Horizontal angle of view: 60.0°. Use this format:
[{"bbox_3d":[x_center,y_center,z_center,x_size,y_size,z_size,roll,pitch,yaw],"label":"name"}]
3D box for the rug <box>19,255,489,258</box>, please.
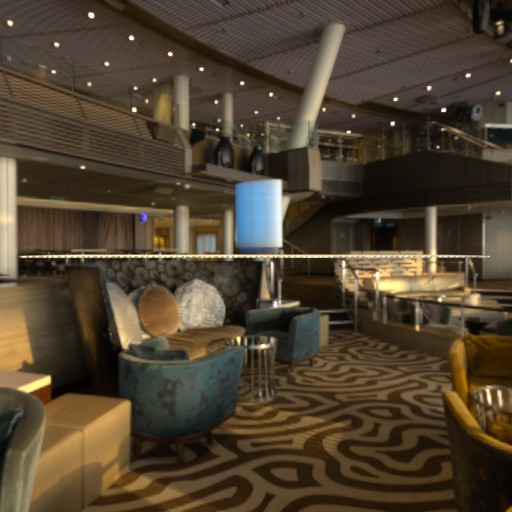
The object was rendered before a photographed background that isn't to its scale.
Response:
[{"bbox_3d":[0.000,0.000,2.470,2.286,0.008,0.686,0,1,-2],"label":"rug"}]
